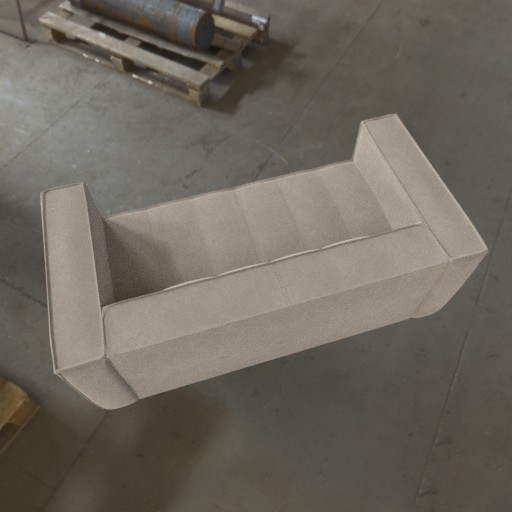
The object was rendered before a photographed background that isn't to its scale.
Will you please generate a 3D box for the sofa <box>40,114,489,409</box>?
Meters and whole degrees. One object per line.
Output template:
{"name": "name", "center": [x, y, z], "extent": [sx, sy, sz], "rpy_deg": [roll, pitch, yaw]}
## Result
{"name": "sofa", "center": [0.000, 0.000, 2.402], "extent": [1.995, 0.680, 1.038], "rpy_deg": [-15, 59, -9]}
